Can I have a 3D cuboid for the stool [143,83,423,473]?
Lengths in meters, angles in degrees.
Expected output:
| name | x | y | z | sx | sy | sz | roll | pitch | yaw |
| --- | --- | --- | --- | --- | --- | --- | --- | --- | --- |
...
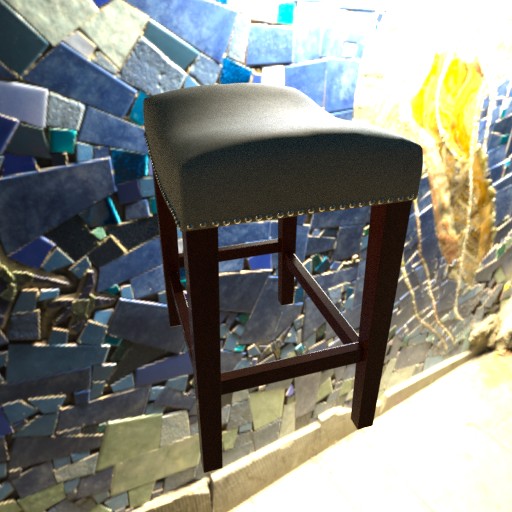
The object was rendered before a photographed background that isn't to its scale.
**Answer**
| name | x | y | z | sx | sy | sz | roll | pitch | yaw |
| --- | --- | --- | --- | --- | --- | --- | --- | --- | --- |
| stool | 0.000 | 0.000 | 0.947 | 0.375 | 0.632 | 0.509 | -9 | 31 | -15 |
